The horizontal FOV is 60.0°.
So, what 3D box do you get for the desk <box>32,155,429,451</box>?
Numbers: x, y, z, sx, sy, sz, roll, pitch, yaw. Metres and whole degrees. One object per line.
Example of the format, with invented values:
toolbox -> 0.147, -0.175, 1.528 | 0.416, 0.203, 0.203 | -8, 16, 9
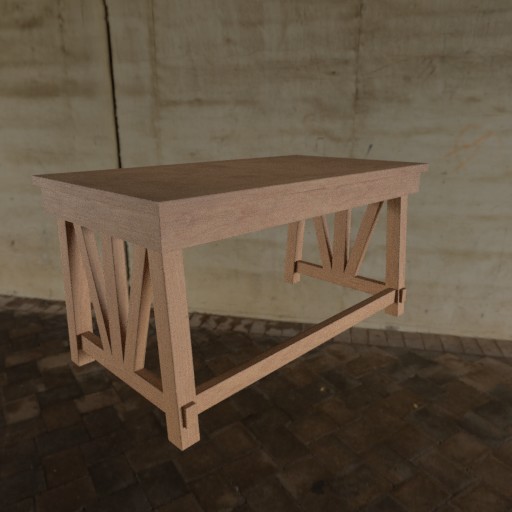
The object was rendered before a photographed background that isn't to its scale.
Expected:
desk -> 0.000, 0.000, 1.958 | 0.813, 0.762, 1.499 | 16, 23, 42
